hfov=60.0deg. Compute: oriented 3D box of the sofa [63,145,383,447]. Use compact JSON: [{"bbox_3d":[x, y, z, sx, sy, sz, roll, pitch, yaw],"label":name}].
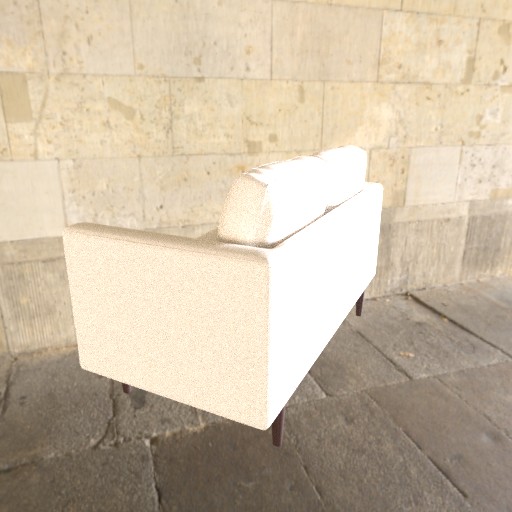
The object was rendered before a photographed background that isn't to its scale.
[{"bbox_3d":[0.000,0.000,1.971,0.796,0.908,1.430,9,20,25],"label":"sofa"}]
